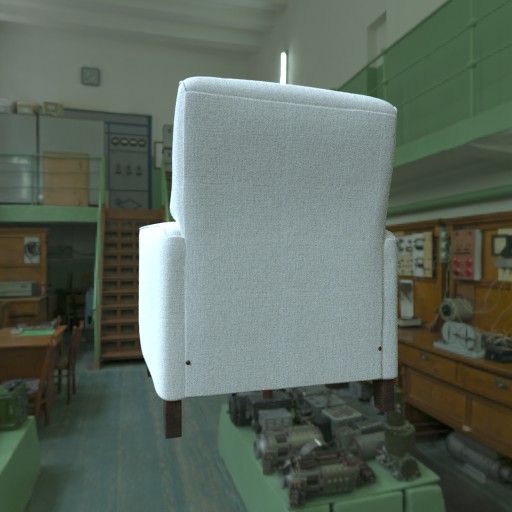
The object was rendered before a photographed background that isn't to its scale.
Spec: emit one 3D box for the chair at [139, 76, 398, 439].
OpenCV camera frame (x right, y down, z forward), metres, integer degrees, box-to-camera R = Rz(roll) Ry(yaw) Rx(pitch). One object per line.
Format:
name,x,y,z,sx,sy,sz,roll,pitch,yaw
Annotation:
chair,0.000,0.000,1.679,0.841,1.028,0.858,0,0,-18
